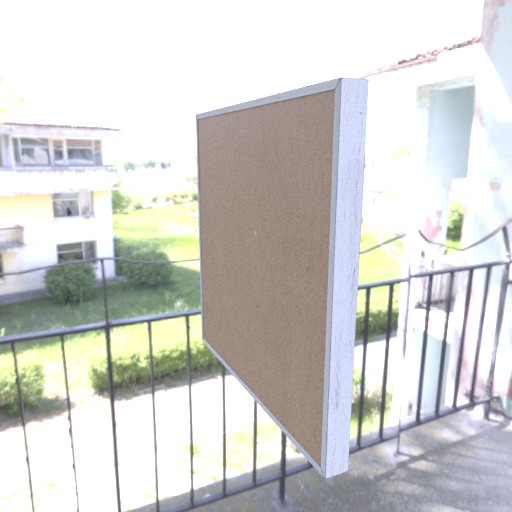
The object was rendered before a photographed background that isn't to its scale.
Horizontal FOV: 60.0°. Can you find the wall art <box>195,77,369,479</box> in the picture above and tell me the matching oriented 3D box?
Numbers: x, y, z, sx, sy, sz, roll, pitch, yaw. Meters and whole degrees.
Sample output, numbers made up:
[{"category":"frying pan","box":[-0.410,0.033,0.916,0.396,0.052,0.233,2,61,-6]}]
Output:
[{"category":"wall art","box":[0.000,0.000,0.770,0.038,0.508,0.508,-6,14,-25]}]
